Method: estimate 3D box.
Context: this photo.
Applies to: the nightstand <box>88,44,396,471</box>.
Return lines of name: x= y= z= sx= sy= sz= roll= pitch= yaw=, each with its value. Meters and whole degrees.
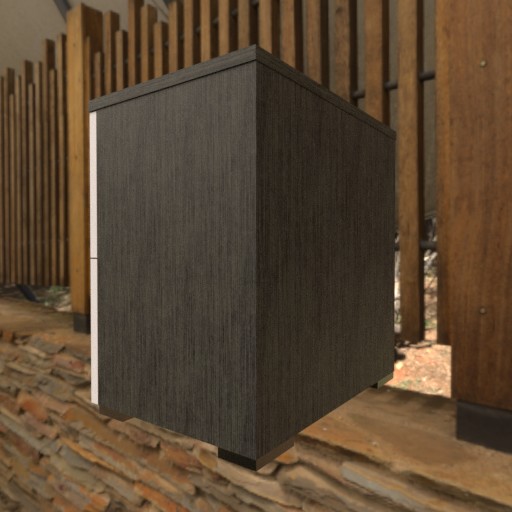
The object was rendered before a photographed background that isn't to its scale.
nightstand: x=0.000 y=0.000 z=0.749 sx=0.325 sy=0.460 sz=0.441 roll=1 pitch=1 yaw=36
